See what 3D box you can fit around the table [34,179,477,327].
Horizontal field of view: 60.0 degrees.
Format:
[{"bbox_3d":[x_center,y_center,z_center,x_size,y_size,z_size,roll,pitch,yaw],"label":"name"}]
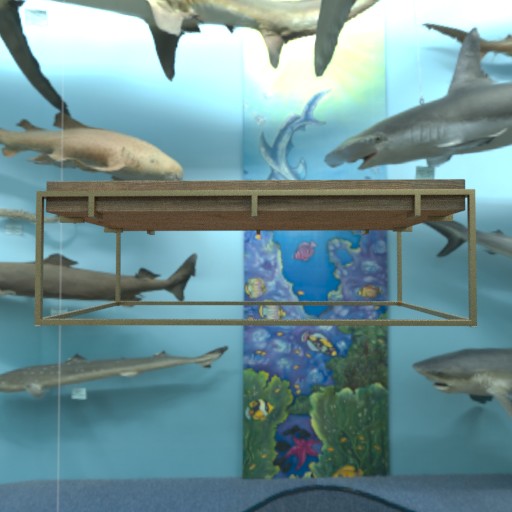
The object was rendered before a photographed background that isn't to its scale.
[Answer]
[{"bbox_3d":[0.000,0.000,1.780,1.387,0.468,0.775,0,-2,1],"label":"table"}]
